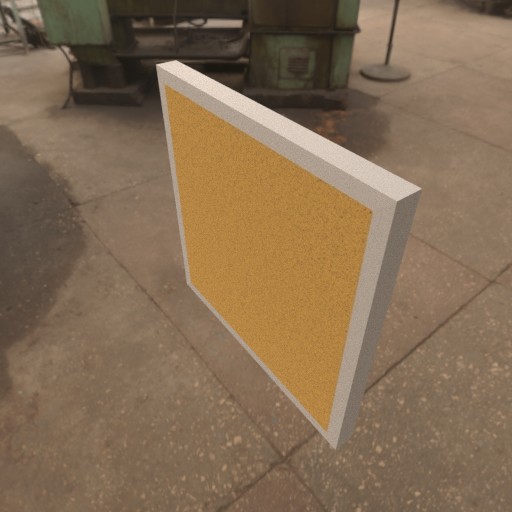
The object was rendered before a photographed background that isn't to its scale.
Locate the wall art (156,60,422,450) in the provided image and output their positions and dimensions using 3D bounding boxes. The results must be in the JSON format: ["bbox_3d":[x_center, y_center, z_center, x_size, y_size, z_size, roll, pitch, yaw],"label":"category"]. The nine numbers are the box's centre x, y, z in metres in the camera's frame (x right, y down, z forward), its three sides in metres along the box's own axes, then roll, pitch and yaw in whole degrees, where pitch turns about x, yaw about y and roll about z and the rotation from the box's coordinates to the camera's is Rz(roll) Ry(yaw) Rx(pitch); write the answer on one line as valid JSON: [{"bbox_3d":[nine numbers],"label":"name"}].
[{"bbox_3d":[0.000,0.000,1.921,0.098,1.291,1.289,-26,47,-27],"label":"wall art"}]
